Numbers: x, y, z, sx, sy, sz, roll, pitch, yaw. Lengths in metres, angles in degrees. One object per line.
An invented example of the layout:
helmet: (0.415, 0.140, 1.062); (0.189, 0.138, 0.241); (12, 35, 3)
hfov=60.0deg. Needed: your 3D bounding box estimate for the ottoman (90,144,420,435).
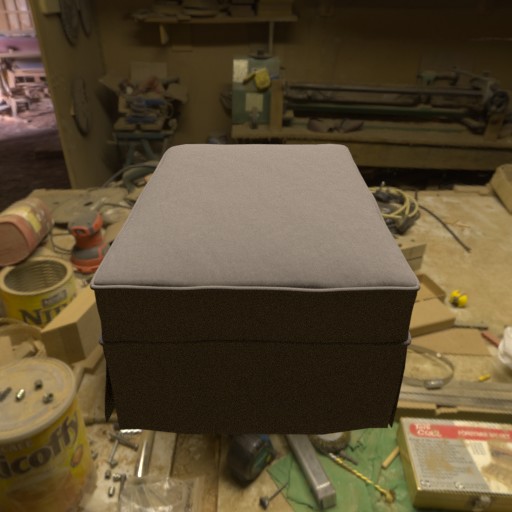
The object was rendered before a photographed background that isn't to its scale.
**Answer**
ottoman: (0.000, 0.000, 1.316); (0.703, 0.479, 0.944); (0, 31, 0)
